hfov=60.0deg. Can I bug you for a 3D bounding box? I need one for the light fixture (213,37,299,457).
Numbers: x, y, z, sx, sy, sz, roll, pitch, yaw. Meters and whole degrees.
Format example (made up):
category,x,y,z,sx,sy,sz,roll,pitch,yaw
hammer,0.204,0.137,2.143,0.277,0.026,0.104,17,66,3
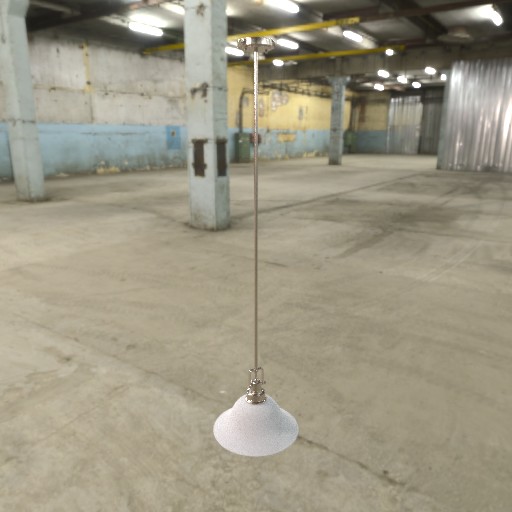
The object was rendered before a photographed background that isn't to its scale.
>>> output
category,x,y,z,sx,sy,sz,roll,pitch,yaw
light fixture,0.000,0.000,1.522,0.324,1.354,0.324,-7,16,-25
